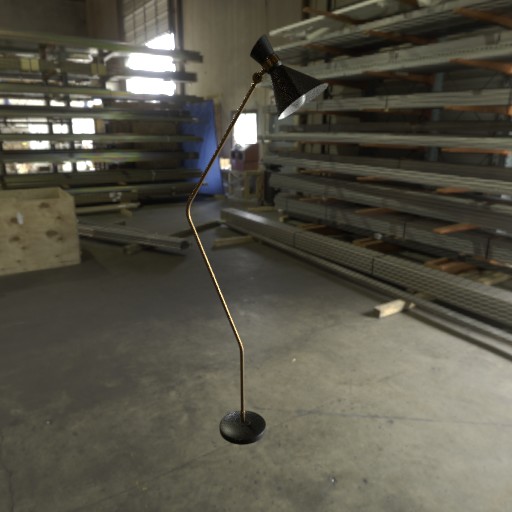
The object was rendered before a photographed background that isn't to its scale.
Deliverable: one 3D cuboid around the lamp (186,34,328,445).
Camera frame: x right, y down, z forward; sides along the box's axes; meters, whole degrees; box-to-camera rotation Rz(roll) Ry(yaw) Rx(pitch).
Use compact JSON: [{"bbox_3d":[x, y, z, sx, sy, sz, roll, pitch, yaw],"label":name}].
[{"bbox_3d":[0.000,0.000,1.597,0.467,1.438,0.277,15,21,42],"label":"lamp"}]
